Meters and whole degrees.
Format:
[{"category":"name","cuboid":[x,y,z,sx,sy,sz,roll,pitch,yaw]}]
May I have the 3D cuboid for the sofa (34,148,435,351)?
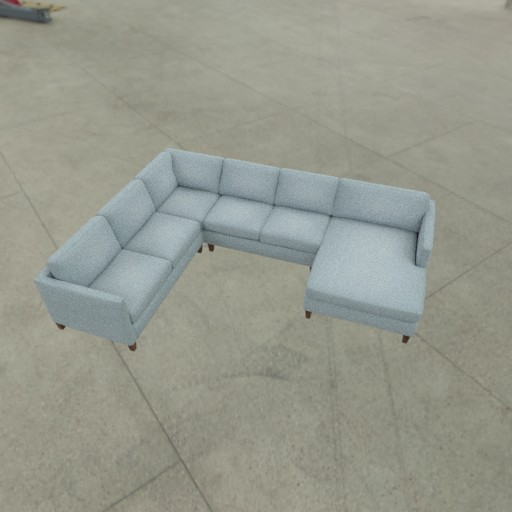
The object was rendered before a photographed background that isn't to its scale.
[{"category":"sofa","cuboid":[0.000,0.000,4.607,3.403,0.889,2.551,13,42,14]}]
